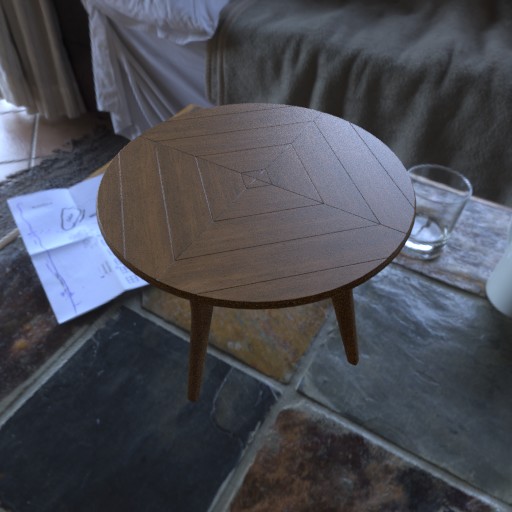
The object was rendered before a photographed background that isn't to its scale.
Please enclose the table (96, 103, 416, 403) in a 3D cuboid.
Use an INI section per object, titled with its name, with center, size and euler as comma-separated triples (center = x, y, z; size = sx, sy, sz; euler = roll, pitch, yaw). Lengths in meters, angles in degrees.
[table]
center = 0.000, 0.000, 1.766
size = 1.055, 0.757, 1.055
euler = 0, 47, 0
